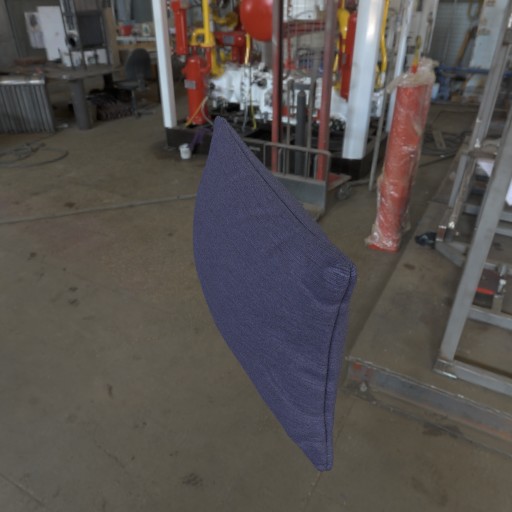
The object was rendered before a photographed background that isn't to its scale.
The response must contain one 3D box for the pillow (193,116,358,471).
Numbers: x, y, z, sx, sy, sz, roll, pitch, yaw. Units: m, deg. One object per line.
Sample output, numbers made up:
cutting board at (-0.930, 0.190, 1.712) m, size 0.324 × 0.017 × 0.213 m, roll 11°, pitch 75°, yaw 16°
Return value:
pillow at (0.000, 0.000, 0.780) m, size 0.210 × 0.338 × 0.633 m, roll -9°, pitch 32°, yaw -14°
